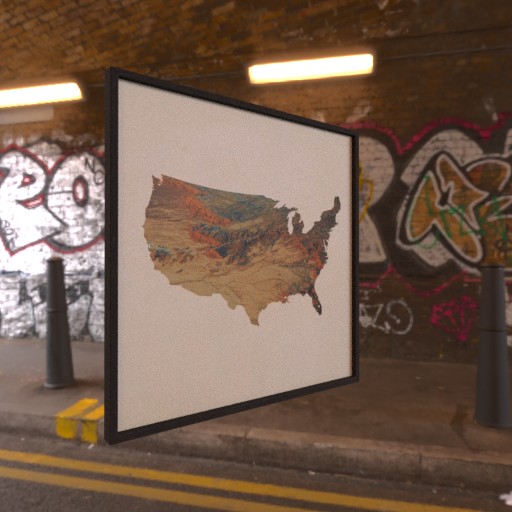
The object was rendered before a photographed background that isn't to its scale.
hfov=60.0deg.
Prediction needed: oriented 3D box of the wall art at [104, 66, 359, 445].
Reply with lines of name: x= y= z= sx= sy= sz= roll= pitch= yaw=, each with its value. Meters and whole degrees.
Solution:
wall art: x=0.000 y=0.000 z=1.135 sx=0.762 sy=0.762 sz=0.038 roll=0 pitch=0 yaw=-37
